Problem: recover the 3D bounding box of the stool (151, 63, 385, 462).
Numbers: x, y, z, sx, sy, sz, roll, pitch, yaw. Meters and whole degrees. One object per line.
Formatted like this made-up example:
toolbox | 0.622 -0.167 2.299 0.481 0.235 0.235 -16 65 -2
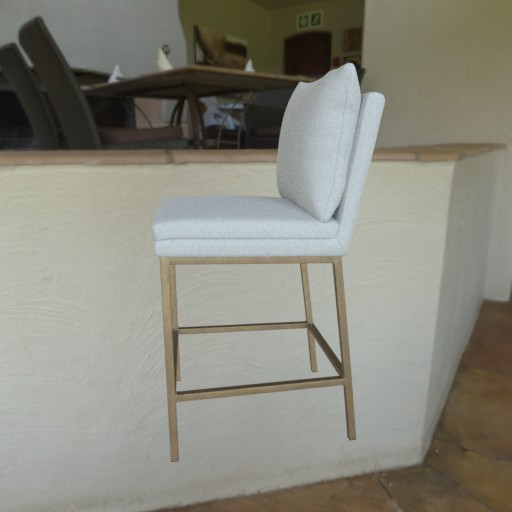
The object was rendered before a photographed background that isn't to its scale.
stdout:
stool | 0.000 0.000 1.334 0.572 1.032 0.463 -2 15 -9
